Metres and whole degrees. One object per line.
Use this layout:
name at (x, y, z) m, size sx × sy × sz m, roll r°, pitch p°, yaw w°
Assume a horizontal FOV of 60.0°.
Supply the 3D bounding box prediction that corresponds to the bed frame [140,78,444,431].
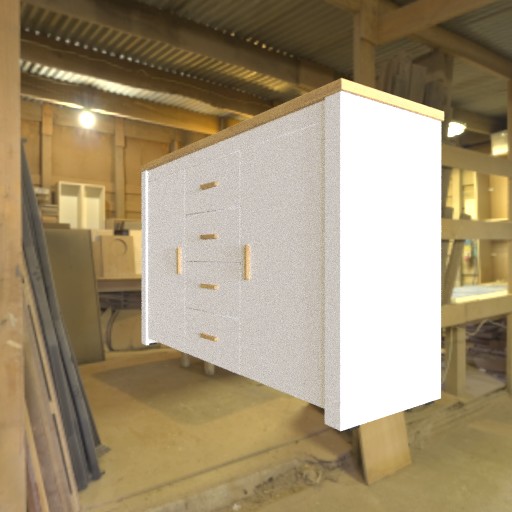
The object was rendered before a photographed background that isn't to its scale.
bed frame at (0.000, 0.000, 1.706) m, size 0.430 × 0.850 × 1.300 m, roll 0°, pitch 0°, yaw -36°
